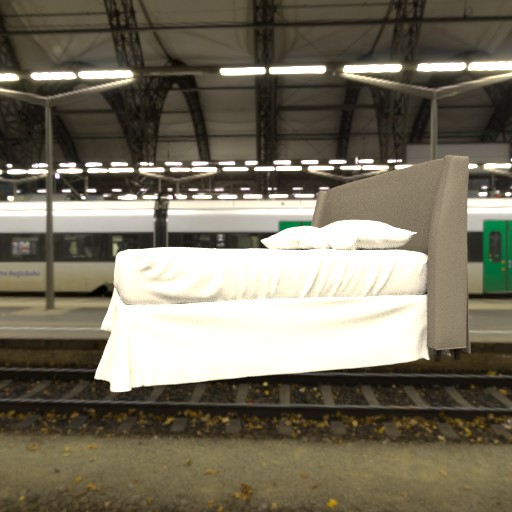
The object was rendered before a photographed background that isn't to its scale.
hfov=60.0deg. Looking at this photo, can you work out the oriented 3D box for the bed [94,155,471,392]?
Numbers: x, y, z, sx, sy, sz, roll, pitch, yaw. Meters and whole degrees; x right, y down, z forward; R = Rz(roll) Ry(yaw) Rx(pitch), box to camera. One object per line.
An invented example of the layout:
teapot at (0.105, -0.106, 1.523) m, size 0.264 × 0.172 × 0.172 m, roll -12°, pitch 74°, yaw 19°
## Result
bed at (0.000, 0.000, 3.379) m, size 2.276 × 1.332 × 1.925 m, roll 0°, pitch 1°, yaw -18°
